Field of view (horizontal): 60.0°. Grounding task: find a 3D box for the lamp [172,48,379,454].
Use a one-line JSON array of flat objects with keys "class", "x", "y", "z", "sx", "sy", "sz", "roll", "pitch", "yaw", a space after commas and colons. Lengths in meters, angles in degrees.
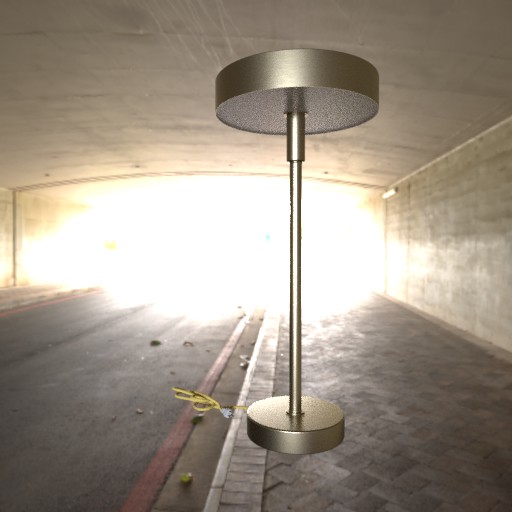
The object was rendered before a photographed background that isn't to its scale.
[{"class": "lamp", "x": 0.000, "y": 0.000, "z": 0.677, "sx": 0.369, "sy": 0.508, "sz": 0.229, "roll": 1, "pitch": 1, "yaw": 36}]
